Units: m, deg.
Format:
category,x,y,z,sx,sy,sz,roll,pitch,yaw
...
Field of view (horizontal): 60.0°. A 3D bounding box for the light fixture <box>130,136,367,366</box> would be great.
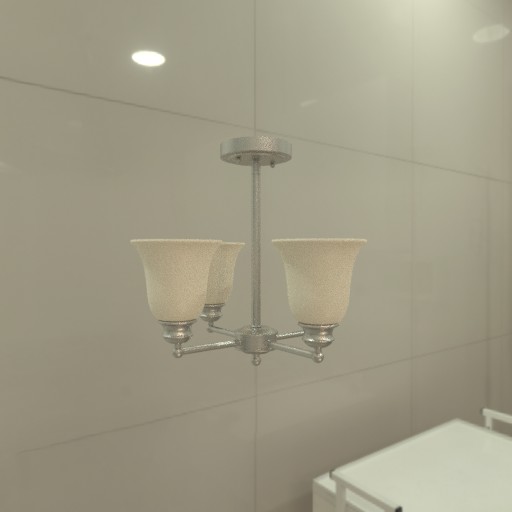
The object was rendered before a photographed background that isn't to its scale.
category,x,y,z,sx,sy,sz,roll,pitch,yaw
light fixture,0.000,0.000,0.746,0.427,0.370,0.427,0,1,-37
